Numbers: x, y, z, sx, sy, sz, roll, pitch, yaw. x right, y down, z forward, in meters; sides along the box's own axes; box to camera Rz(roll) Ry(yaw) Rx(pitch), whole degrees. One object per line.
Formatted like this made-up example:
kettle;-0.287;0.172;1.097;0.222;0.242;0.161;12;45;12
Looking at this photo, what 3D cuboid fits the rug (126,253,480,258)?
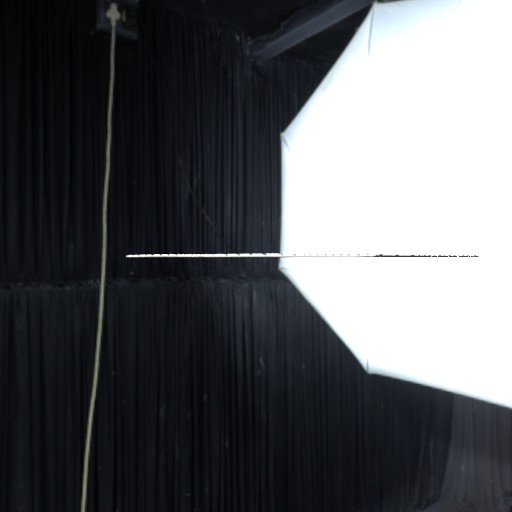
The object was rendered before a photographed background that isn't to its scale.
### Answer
rug;0.000;0.000;2.788;0.773;0.020;2.439;0;0;-37
